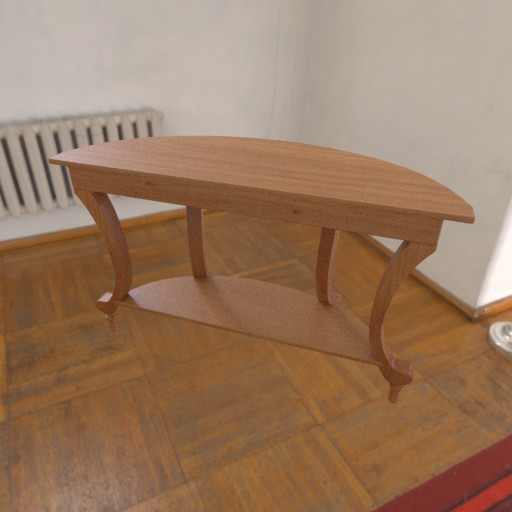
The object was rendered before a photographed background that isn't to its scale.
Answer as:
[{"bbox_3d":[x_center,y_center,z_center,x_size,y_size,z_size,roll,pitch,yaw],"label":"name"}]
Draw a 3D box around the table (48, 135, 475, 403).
[{"bbox_3d":[0.000,0.000,1.524,1.198,0.692,0.394,10,34,16],"label":"table"}]
